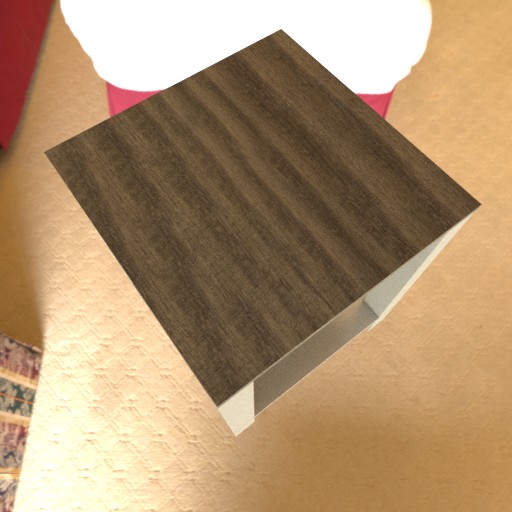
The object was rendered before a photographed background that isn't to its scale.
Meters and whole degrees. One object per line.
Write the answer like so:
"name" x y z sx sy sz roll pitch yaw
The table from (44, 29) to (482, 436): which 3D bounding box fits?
"table" 0.000 0.000 0.981 0.504 0.587 0.506 -34 69 -15
